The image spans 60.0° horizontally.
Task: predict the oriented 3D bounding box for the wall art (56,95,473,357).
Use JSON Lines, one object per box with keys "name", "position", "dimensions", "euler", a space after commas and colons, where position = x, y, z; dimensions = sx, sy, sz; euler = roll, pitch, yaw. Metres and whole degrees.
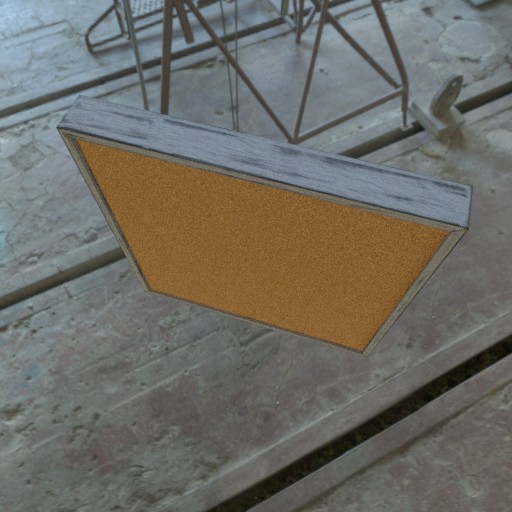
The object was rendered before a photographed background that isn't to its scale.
{"name": "wall art", "position": [0.000, 0.000, 0.453], "dimensions": [0.303, 0.303, 0.036], "euler": [15, 62, 8]}
